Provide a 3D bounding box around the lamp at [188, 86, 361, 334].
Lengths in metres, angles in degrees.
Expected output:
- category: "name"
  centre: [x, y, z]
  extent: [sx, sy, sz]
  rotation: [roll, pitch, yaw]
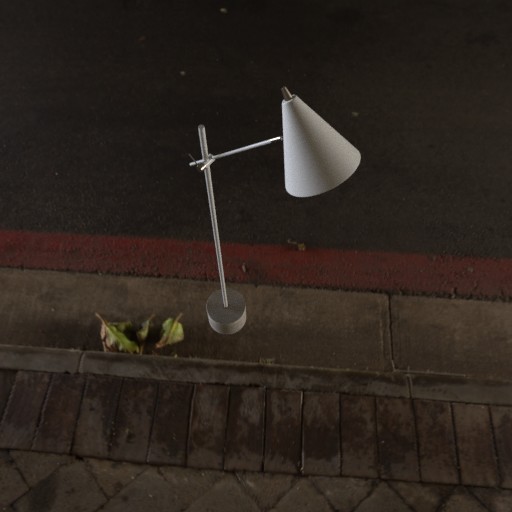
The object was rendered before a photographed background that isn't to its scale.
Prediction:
- category: "lamp"
  centre: [0.000, 0.000, 1.534]
  extent: [0.508, 1.430, 0.223]
  rotation: [32, 64, 18]
